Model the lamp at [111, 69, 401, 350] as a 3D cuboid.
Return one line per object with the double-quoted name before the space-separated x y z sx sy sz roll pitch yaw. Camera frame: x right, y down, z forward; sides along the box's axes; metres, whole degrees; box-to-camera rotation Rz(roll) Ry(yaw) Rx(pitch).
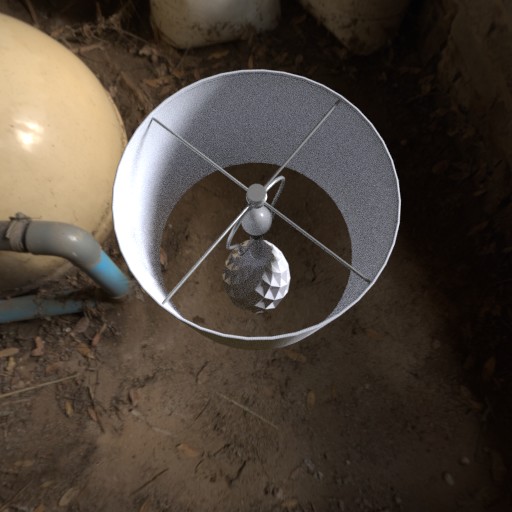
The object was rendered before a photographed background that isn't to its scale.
"lamp" 0.000 0.000 0.704 0.297 0.522 0.297 0 76 0
